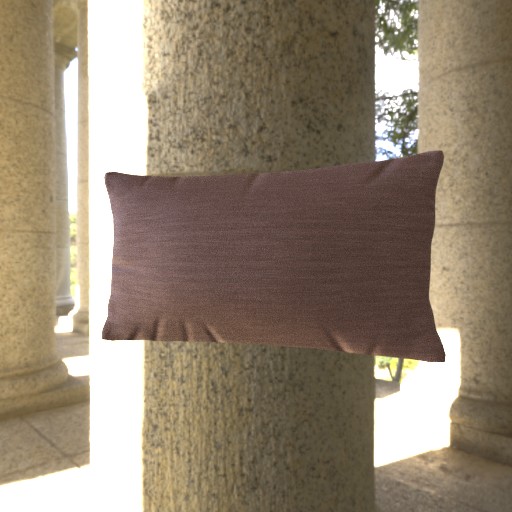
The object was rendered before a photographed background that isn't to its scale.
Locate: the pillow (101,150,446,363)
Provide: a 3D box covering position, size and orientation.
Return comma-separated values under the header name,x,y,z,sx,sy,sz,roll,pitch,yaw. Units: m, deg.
name,x,y,z,sx,sy,sz,roll,pitch,yaw
pillow,0.000,0.000,0.802,0.633,0.338,0.210,0,0,17
